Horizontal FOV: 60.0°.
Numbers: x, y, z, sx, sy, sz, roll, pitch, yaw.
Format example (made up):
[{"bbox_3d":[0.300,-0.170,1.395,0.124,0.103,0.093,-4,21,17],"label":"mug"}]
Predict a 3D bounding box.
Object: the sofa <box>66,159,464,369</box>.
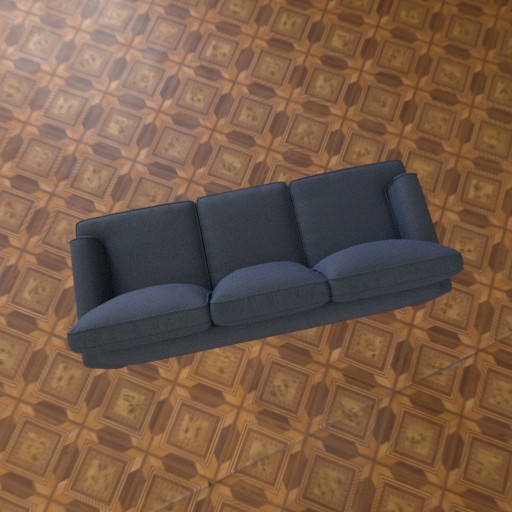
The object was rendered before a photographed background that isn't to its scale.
[{"bbox_3d":[0.000,0.000,2.709,2.158,0.965,0.951,-11,76,-3],"label":"sofa"}]
